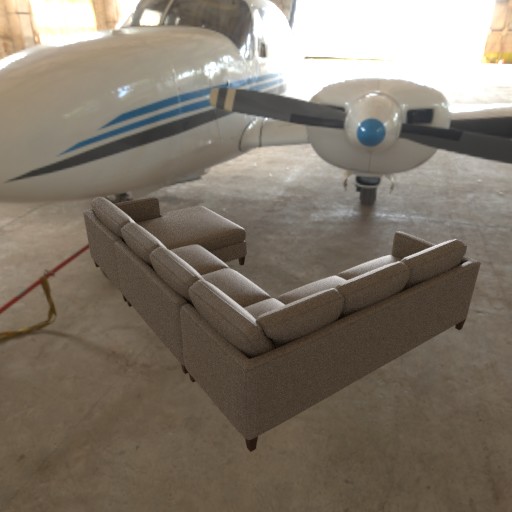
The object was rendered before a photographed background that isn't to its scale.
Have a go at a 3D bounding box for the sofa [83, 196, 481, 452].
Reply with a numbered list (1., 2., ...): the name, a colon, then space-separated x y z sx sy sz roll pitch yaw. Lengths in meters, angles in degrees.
1. sofa: 0.000 0.000 4.601 2.551 0.889 3.403 -17 31 -31
